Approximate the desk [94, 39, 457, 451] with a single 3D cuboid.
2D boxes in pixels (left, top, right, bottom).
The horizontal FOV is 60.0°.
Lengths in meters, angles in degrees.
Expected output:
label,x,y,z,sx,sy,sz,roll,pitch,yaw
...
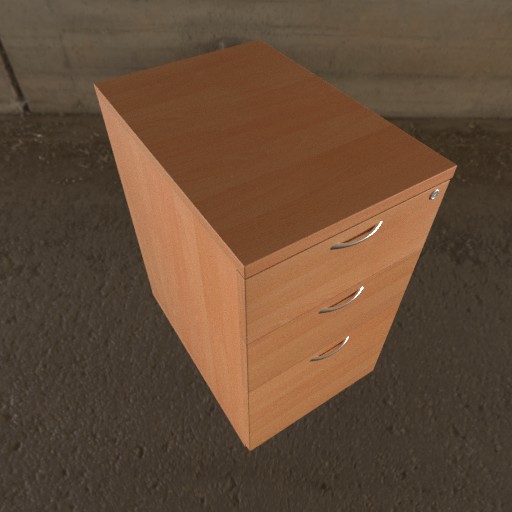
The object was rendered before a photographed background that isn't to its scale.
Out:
label,x,y,z,sx,sy,sz,roll,pitch,yaw
desk,0.000,0.000,1.076,0.404,0.730,0.600,-25,53,-21
